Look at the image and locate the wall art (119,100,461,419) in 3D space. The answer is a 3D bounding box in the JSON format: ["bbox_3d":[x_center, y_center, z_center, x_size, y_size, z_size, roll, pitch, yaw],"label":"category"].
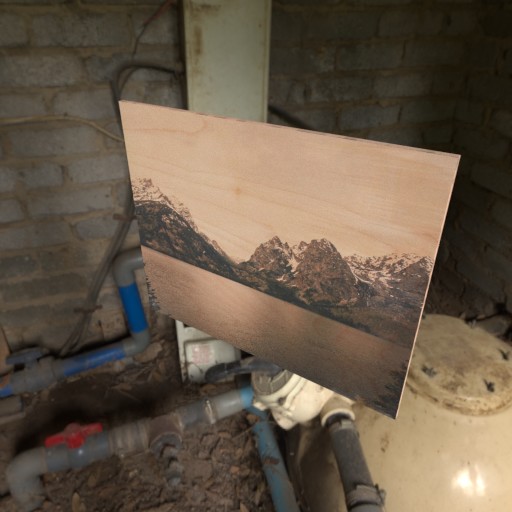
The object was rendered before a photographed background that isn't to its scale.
[{"bbox_3d":[0.000,0.000,0.687,0.508,0.408,0.010,18,35,28],"label":"wall art"}]
